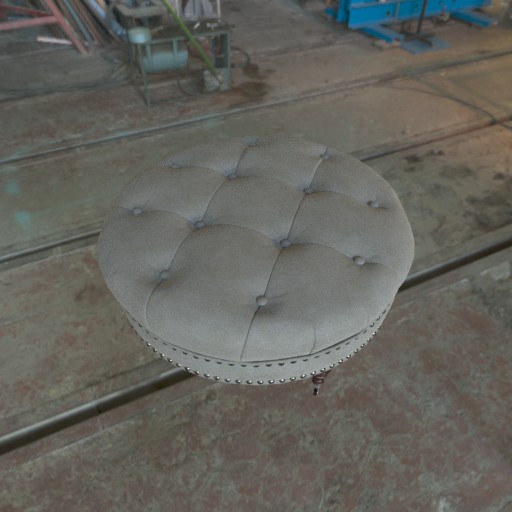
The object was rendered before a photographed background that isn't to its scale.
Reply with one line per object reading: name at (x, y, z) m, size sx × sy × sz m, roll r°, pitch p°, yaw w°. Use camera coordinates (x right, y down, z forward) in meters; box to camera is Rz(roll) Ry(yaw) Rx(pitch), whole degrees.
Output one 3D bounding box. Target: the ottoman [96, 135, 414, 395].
ottoman at (0.000, 0.000, 1.380) m, size 0.901 × 0.439 × 0.901 m, roll 0°, pitch 43°, yaw 0°
